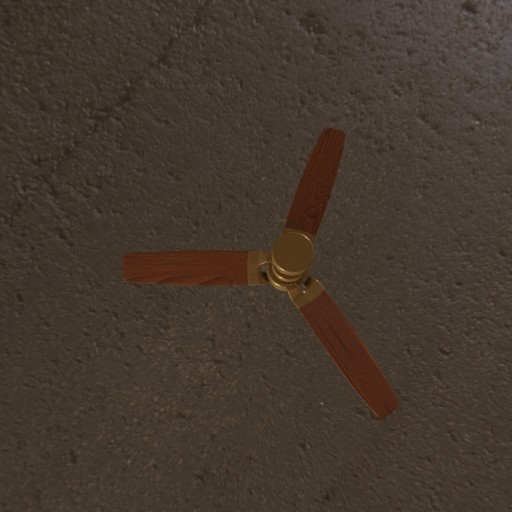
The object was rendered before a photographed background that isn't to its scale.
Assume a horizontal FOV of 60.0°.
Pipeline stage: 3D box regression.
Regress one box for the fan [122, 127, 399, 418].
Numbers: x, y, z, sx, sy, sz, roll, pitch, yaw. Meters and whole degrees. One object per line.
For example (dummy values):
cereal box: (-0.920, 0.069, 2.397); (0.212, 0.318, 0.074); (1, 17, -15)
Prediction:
fan: (0.000, 0.000, 2.028); (1.271, 0.425, 1.416); (0, 76, 0)
